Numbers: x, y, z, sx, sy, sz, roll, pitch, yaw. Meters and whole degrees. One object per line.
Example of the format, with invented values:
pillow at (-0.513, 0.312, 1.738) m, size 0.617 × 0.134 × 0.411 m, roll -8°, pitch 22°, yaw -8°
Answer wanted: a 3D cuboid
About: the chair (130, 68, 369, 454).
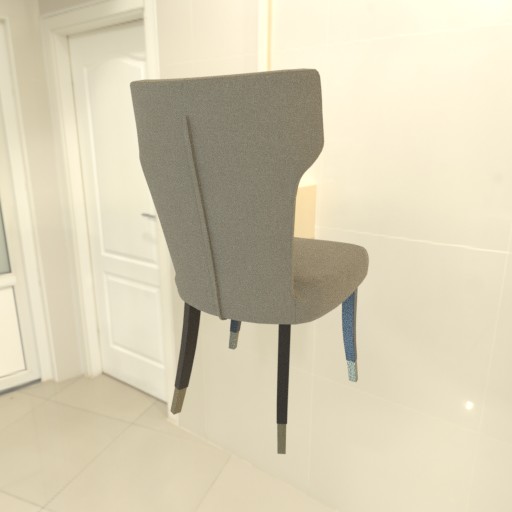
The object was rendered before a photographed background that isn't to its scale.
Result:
chair at (0.000, 0.000, 1.303) m, size 0.526 × 0.955 × 0.630 m, roll 8°, pitch 18°, yaw 28°
